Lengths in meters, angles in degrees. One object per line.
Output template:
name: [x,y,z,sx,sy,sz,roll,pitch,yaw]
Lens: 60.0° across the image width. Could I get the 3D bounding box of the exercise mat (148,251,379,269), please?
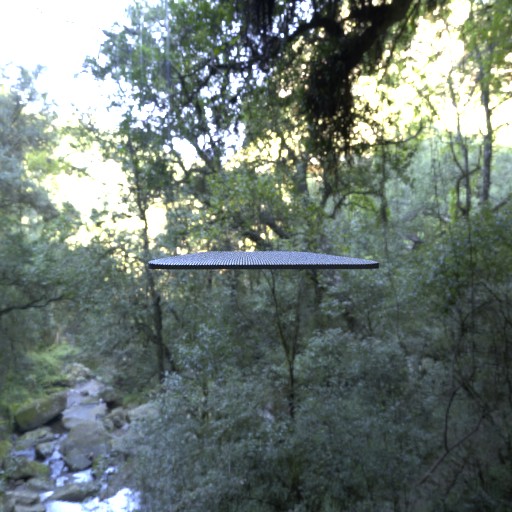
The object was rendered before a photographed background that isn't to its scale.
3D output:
exercise mat: [0.000,0.000,2.061,0.616,0.021,1.884,0,1,-1]
